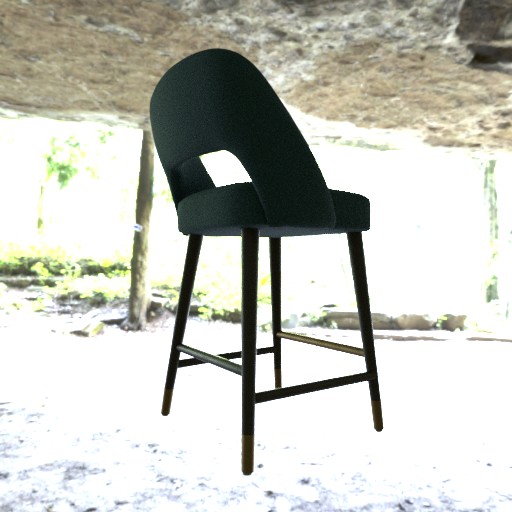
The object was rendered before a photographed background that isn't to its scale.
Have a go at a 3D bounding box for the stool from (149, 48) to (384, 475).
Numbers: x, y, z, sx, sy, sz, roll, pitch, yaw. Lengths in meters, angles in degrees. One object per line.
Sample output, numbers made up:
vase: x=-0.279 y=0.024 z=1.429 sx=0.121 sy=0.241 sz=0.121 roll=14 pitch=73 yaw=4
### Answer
stool: x=0.000 y=0.000 z=1.228 sx=0.522 sy=0.939 sz=0.536 roll=0 pitch=-1 yaw=-35
